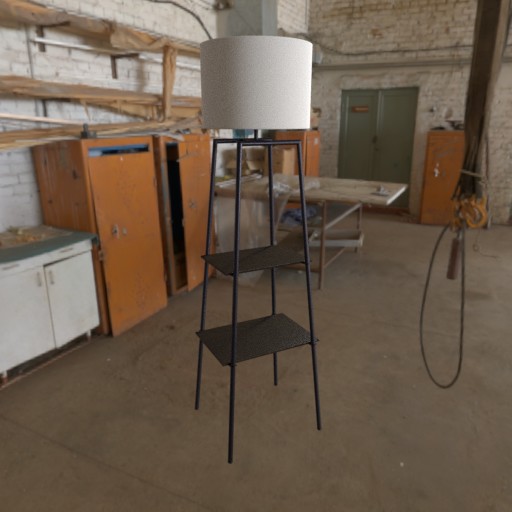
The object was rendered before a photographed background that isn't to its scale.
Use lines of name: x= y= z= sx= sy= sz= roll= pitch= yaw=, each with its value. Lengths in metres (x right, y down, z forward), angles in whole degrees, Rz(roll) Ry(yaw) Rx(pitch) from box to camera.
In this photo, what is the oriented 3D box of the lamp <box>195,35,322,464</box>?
lamp: x=0.000 y=0.000 z=1.701 sx=0.427 sy=1.474 sz=0.384 roll=-9 pitch=19 yaw=-26
